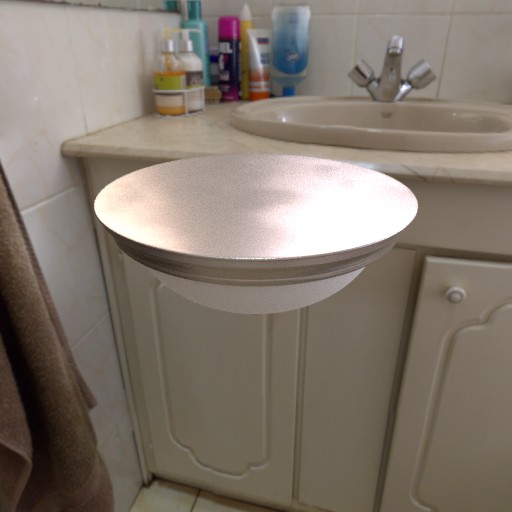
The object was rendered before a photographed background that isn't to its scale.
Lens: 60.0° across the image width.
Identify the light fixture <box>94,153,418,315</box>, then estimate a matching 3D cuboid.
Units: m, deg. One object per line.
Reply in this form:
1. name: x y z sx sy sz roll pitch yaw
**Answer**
1. light fixture: 0.000 0.000 0.431 0.280 0.135 0.280 0 26 0
